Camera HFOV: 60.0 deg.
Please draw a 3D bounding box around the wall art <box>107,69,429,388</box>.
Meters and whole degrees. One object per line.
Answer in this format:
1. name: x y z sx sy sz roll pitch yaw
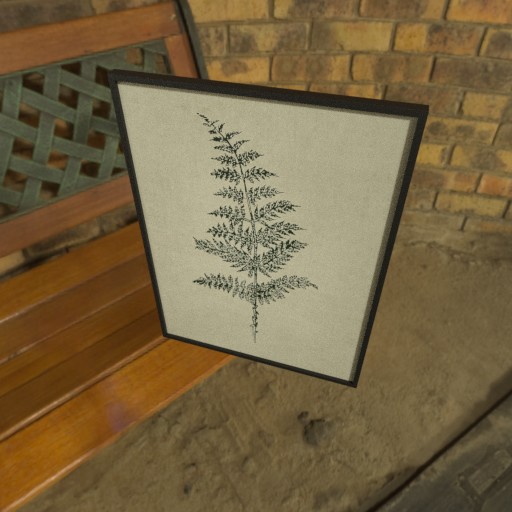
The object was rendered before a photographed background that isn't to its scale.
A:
1. wall art: 0.000 0.000 1.418 0.802 1.070 0.036 12 42 13
